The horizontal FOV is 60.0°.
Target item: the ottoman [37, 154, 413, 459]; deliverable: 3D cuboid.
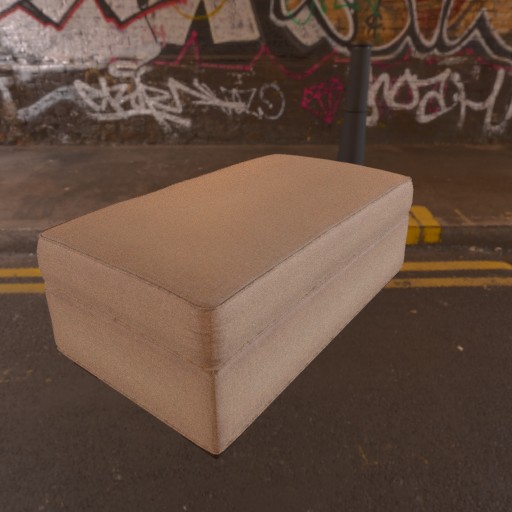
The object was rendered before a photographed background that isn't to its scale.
[{"bbox_3d":[0.000,0.000,1.413,0.617,0.448,1.097,18,32,32],"label":"ottoman"}]
